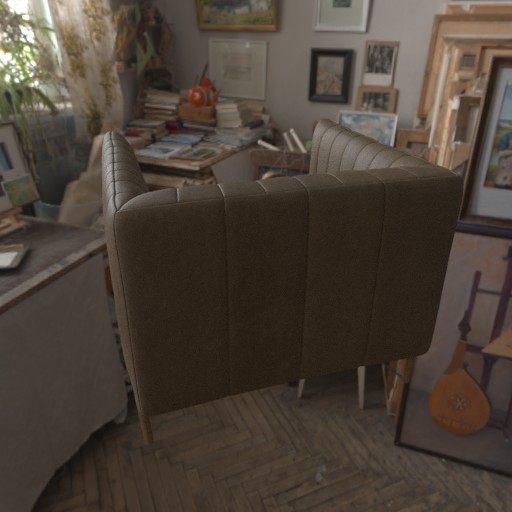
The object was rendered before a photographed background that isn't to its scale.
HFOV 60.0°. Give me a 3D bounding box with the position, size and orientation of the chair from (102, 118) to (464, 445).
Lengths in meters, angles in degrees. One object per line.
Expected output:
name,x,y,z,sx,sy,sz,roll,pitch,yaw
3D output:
chair,0.000,0.000,1.573,0.981,0.779,0.876,-8,28,-15
